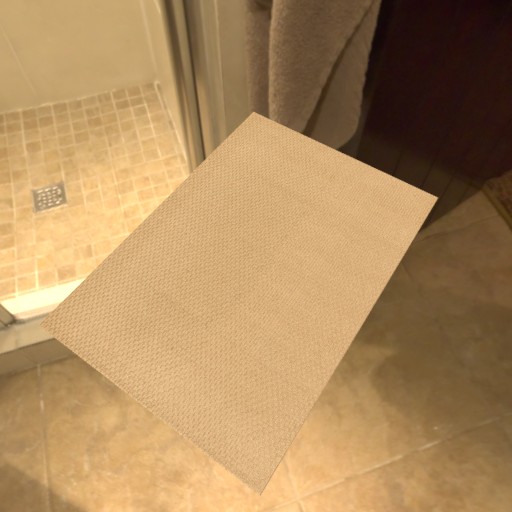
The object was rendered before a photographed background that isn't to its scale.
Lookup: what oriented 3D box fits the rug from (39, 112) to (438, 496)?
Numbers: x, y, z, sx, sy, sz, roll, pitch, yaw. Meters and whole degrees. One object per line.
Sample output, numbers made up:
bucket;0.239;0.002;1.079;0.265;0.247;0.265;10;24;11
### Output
rug;0.000;0.000;2.746;1.509;0.013;2.144;30;63;17
